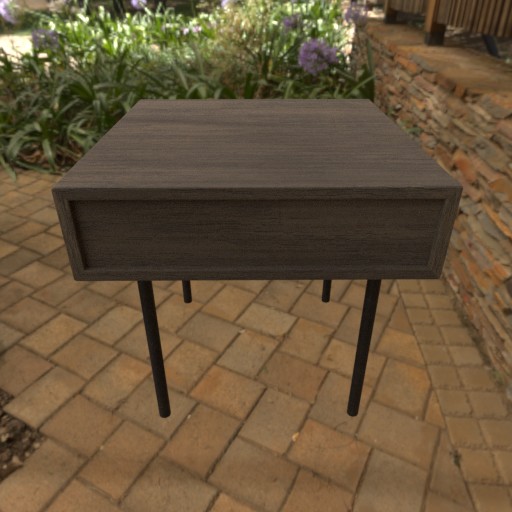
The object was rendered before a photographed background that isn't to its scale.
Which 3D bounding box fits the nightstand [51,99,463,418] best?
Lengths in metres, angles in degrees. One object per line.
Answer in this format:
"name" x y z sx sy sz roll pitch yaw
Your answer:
"nightstand" 0.000 0.000 0.879 0.502 0.497 0.503 0 31 0
